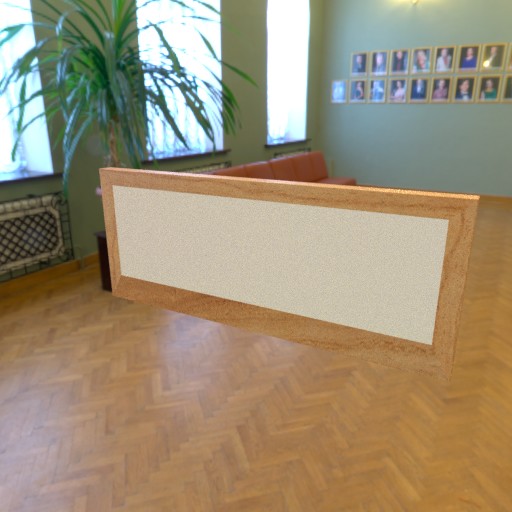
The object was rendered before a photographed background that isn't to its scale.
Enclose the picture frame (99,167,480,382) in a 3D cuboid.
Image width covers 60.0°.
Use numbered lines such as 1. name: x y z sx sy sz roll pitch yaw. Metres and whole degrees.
1. picture frame: 0.000 0.000 0.675 0.582 0.234 0.045 10 20 27
